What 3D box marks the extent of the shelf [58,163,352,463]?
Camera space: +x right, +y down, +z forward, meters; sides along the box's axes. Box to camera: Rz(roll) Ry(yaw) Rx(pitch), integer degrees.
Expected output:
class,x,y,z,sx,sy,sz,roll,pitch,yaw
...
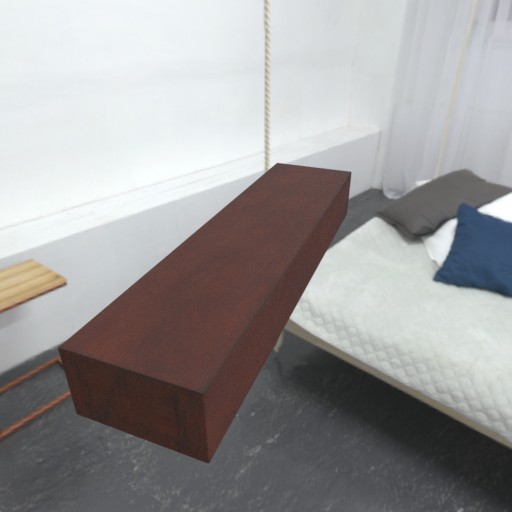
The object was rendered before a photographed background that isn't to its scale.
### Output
class,x,y,z,sx,sy,sz,roll,pitch,yaw
shelf,0.000,0.000,0.653,0.152,0.088,0.607,11,31,19
